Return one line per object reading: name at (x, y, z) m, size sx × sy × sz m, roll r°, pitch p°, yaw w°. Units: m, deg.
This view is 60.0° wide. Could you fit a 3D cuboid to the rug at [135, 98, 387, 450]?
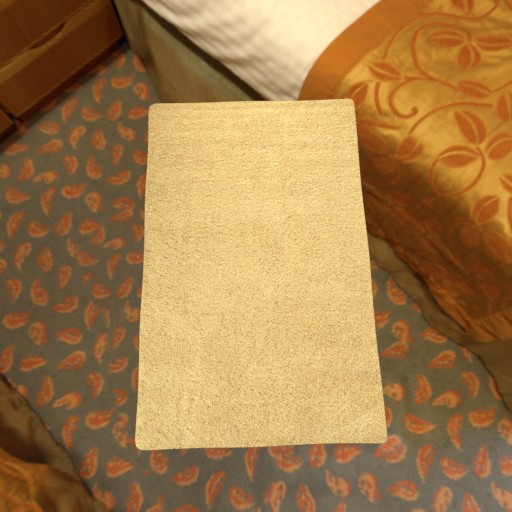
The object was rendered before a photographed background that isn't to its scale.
rug at (0.000, 0.000, 2.943) m, size 1.500 × 0.025 × 2.349 m, roll -2°, pitch 75°, yaw 0°
